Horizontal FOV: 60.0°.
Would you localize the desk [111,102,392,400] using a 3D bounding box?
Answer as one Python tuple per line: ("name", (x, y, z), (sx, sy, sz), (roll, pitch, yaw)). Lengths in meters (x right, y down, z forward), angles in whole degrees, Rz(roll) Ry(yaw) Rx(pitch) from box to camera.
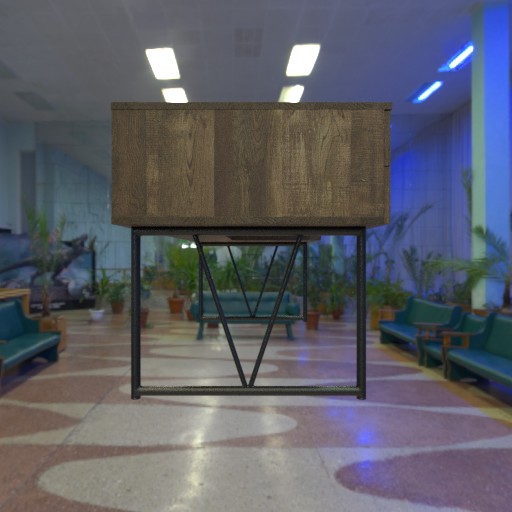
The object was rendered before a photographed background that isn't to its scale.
("desk", (0.000, 0.000, 1.919), (0.730, 0.780, 1.600), (0, 0, 0))
